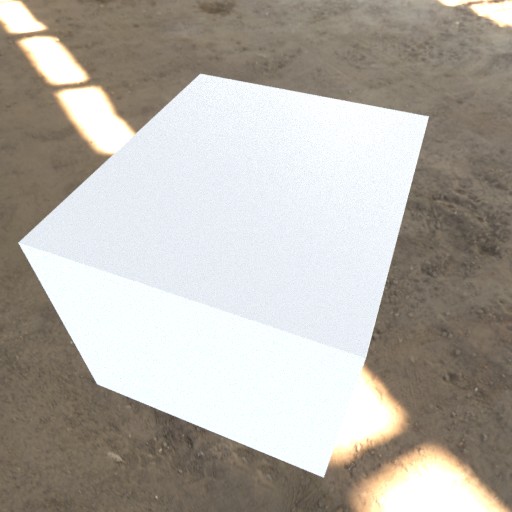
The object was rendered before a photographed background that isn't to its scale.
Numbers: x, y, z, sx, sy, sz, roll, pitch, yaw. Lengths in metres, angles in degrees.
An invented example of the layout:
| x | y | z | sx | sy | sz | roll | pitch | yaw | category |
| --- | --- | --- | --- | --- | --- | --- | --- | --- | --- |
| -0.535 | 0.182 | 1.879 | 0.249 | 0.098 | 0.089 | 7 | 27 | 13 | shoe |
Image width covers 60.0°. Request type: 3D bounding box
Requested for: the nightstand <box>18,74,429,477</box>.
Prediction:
| x | y | z | sx | sy | sz | roll | pitch | yaw | category |
| --- | --- | --- | --- | --- | --- | --- | --- | --- | --- |
| 0.000 | 0.000 | 0.741 | 0.408 | 0.351 | 0.470 | 16 | 49 | 15 | nightstand |
